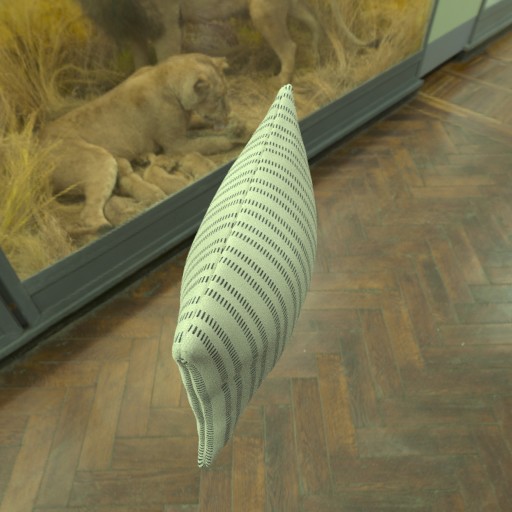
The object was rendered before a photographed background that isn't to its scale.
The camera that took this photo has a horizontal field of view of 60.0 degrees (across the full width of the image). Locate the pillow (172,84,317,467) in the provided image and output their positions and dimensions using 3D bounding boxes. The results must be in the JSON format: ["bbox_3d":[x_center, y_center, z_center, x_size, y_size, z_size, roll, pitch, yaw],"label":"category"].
[{"bbox_3d":[0.000,0.000,0.799,0.210,0.353,0.640,10,47,9],"label":"pillow"}]
